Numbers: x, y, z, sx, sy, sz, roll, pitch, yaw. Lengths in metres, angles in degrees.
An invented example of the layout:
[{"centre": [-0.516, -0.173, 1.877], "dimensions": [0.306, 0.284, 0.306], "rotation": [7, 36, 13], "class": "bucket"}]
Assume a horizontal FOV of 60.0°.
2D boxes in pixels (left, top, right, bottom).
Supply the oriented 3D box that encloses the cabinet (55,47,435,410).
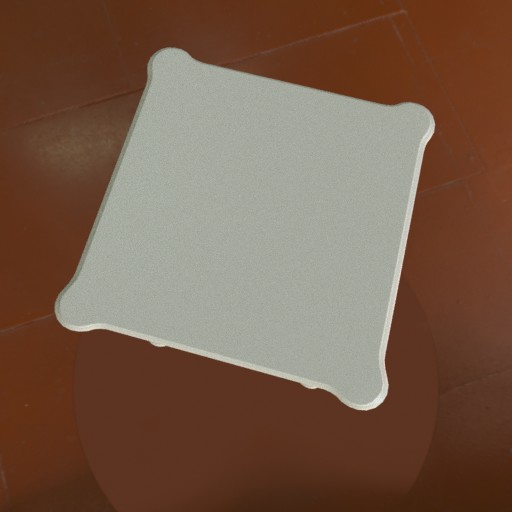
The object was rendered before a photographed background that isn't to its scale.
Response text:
[{"centre": [0.000, 0.000, 1.227], "dimensions": [0.628, 0.761, 0.627], "rotation": [15, 76, 4], "class": "cabinet"}]
